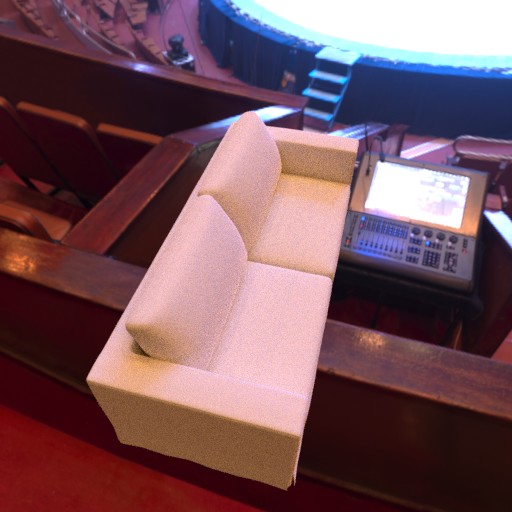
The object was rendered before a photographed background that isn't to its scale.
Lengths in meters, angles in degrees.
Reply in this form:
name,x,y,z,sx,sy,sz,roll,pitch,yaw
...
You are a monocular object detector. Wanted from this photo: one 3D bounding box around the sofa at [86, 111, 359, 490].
name,x,y,z,sx,sy,sz,roll,pitch,yaw
sofa,0.000,0.000,2.637,0.954,0.881,2.163,11,48,10
